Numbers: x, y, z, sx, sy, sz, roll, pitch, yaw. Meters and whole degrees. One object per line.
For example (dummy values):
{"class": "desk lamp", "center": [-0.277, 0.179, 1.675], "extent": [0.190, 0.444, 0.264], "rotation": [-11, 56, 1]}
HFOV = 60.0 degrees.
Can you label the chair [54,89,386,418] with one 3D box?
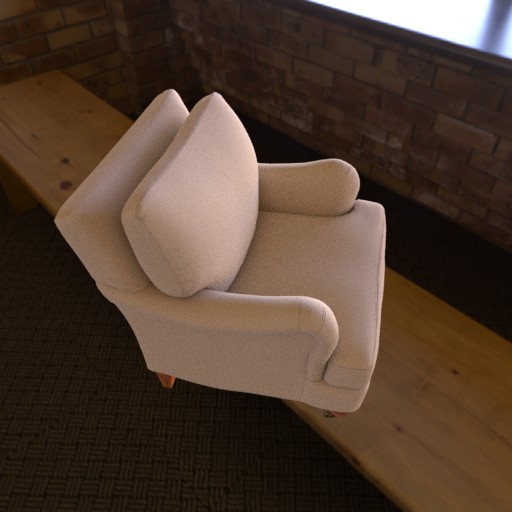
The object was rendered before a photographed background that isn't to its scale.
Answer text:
{"class": "chair", "center": [0.000, 0.000, 1.870], "extent": [1.070, 1.038, 0.955], "rotation": [10, 47, 10]}
